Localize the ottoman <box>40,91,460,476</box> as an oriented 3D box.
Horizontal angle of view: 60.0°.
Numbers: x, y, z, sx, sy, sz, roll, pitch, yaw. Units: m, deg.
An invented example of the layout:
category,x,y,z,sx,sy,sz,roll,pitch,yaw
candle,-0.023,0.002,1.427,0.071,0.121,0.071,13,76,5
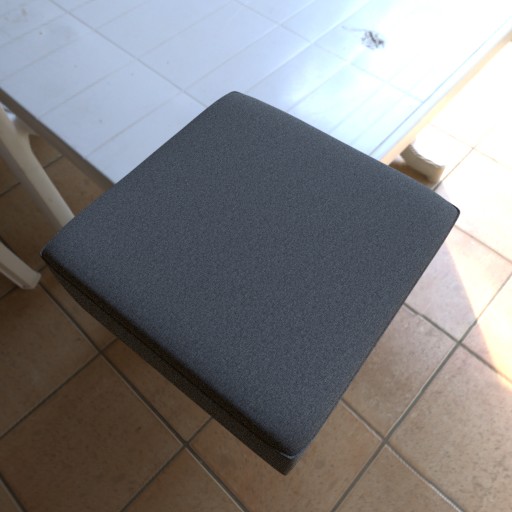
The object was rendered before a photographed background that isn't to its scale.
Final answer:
category,x,y,z,sx,sy,sz,roll,pitch,yaw
ottoman,0.000,0.000,1.589,1.015,0.464,1.005,34,65,18
